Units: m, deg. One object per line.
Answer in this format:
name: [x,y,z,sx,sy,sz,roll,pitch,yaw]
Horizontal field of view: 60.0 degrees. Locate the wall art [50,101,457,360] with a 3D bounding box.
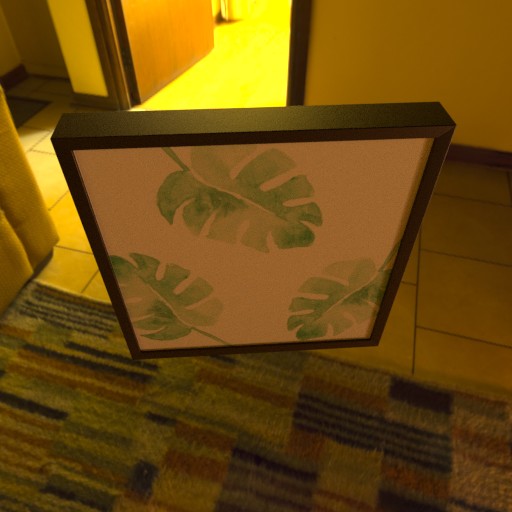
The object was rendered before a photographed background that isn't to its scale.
wall art: [0.000,0.000,0.452,0.304,0.304,0.038,-3,46,-3]
